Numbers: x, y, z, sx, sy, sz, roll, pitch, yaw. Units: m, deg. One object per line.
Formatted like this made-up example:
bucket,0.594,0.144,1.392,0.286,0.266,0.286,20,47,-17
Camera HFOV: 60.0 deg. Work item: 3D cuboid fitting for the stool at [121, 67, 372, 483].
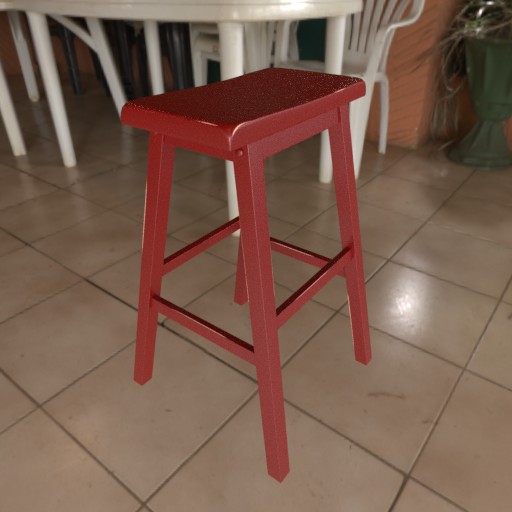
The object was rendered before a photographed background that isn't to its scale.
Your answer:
stool,0.000,0.000,1.023,0.476,0.737,0.457,22,38,31
